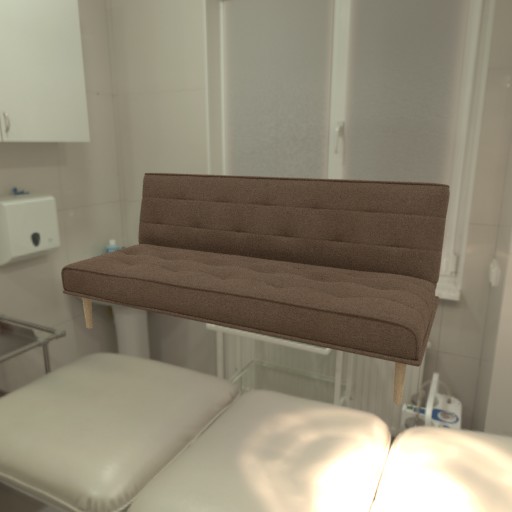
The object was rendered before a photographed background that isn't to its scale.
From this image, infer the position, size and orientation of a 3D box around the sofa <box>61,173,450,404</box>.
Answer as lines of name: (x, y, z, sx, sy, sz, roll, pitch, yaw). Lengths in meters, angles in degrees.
sofa: (0.000, 0.000, 2.370, 1.820, 0.810, 1.038, 7, 16, 26)
